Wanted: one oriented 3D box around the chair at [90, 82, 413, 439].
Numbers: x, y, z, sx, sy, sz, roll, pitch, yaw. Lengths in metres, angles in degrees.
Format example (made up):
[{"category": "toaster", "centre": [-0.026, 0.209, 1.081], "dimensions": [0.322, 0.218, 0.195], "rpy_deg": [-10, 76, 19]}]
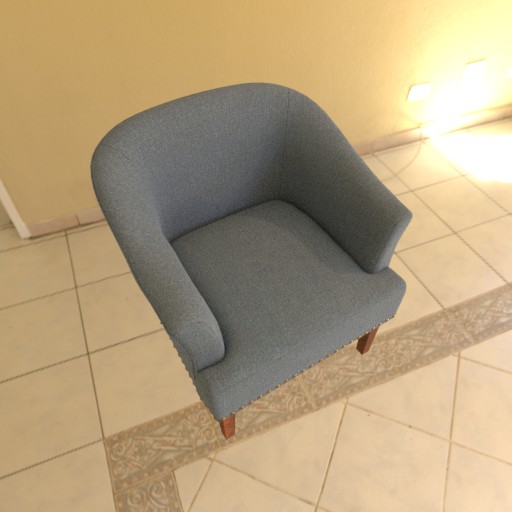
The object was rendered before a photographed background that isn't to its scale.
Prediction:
[{"category": "chair", "centre": [0.000, 0.000, 1.435], "dimensions": [0.798, 0.815, 0.704], "rpy_deg": [-25, 52, -21]}]
